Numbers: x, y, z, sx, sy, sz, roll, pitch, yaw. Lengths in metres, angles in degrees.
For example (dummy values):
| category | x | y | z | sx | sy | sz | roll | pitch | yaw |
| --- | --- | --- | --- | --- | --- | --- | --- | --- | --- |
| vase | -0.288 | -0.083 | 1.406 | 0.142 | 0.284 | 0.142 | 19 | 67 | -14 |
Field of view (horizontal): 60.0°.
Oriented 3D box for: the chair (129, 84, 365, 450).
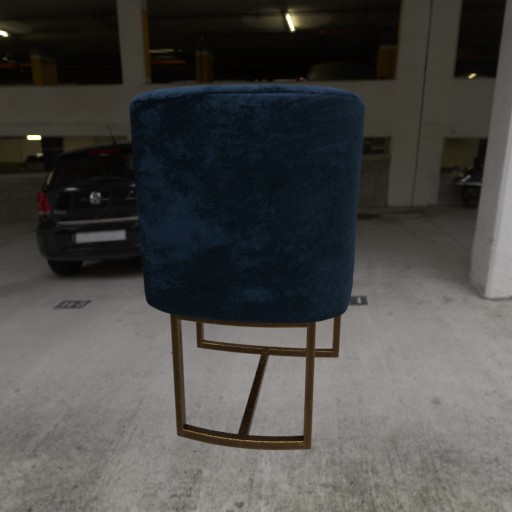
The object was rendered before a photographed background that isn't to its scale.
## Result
| category | x | y | z | sx | sy | sz | roll | pitch | yaw |
| --- | --- | --- | --- | --- | --- | --- | --- | --- | --- |
| chair | 0.000 | 0.000 | 1.204 | 0.530 | 0.824 | 0.560 | 2 | 16 | 8 |
